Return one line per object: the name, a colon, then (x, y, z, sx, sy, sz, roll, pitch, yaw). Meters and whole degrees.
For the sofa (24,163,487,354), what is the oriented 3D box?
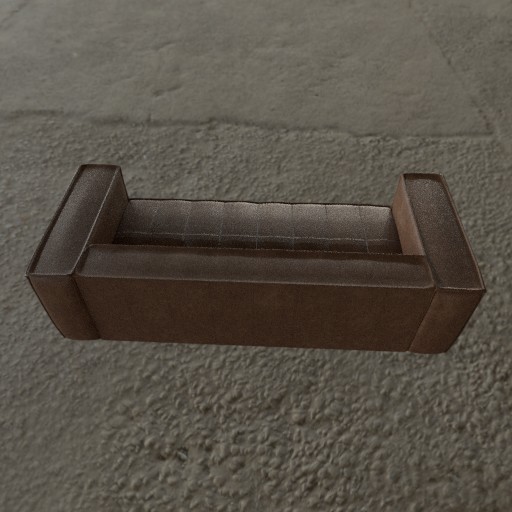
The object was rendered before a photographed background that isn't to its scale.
sofa: (0.000, 0.000, 2.996, 2.581, 0.701, 1.102, 2, 47, 2)
